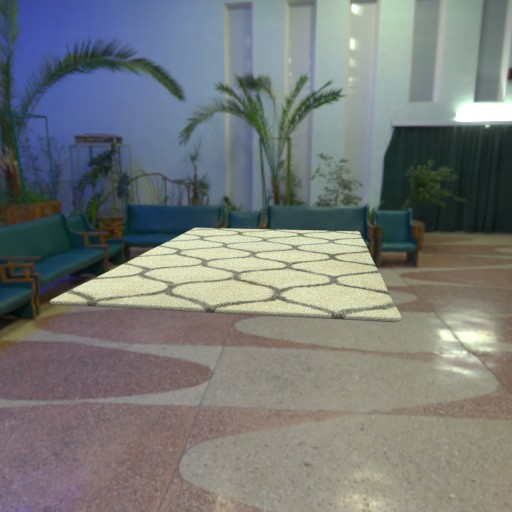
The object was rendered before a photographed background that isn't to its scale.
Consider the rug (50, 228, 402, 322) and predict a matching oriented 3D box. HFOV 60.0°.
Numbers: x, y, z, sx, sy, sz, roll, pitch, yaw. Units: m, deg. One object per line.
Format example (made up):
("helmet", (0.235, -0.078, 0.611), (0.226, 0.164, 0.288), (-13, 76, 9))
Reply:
("rug", (0.000, 0.000, 3.506), (1.801, 0.026, 2.701), (2, 12, 9))
